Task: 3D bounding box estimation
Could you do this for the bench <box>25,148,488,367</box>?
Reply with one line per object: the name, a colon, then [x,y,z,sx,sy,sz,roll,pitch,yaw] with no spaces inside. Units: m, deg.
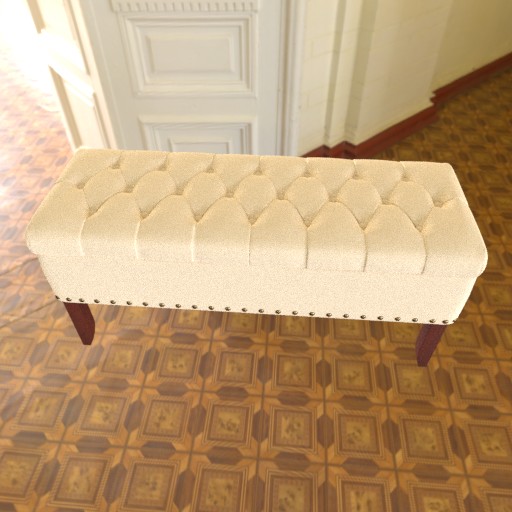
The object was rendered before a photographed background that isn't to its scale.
bench: [0.000,0.000,1.264,1.054,0.470,0.400,3,45,3]
